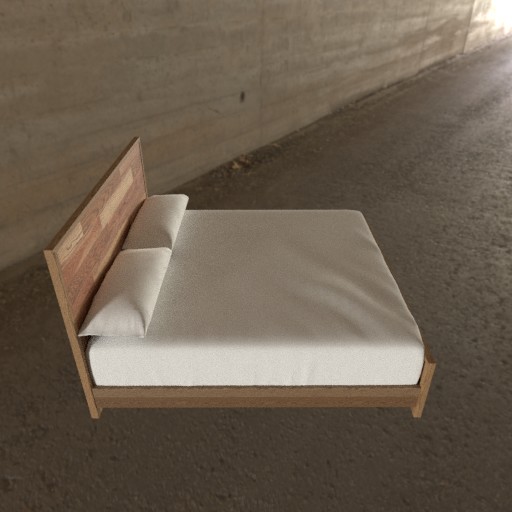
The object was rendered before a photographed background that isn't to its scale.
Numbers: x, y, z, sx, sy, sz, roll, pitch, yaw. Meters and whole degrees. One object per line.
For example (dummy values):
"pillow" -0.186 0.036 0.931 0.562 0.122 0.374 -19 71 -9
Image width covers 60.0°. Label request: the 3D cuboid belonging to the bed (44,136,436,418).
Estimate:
"bed" 0.000 0.000 3.467 2.184 1.295 2.013 0 31 0
